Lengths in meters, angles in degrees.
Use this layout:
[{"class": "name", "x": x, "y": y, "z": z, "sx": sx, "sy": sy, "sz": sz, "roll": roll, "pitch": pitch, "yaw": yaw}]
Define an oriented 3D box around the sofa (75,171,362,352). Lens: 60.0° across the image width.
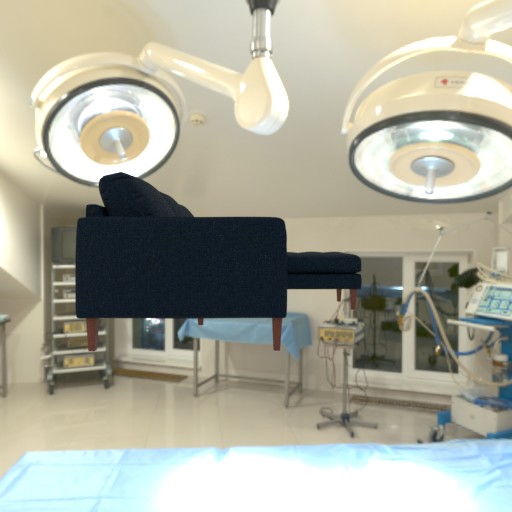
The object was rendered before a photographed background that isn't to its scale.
[{"class": "sofa", "x": 0.000, "y": 0.000, "z": 3.026, "sx": 1.613, "sy": 0.841, "sz": 2.185, "roll": 0, "pitch": 1, "yaw": -1}]
